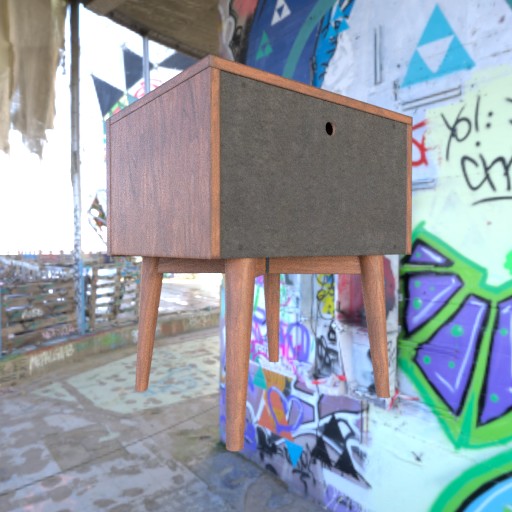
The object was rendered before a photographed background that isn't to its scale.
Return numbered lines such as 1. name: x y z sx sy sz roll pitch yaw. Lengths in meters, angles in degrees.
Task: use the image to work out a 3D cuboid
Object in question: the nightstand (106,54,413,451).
1. nightstand: 0.000 0.000 0.988 0.521 0.607 0.445 -1 2 -38
